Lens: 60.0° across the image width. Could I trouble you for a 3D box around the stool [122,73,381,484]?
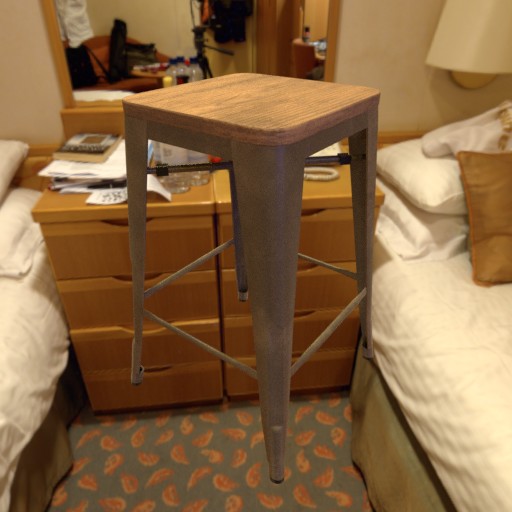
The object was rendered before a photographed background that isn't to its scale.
[{"bbox_3d":[0.000,0.000,0.868,0.407,0.607,0.407,21,37,31],"label":"stool"}]
